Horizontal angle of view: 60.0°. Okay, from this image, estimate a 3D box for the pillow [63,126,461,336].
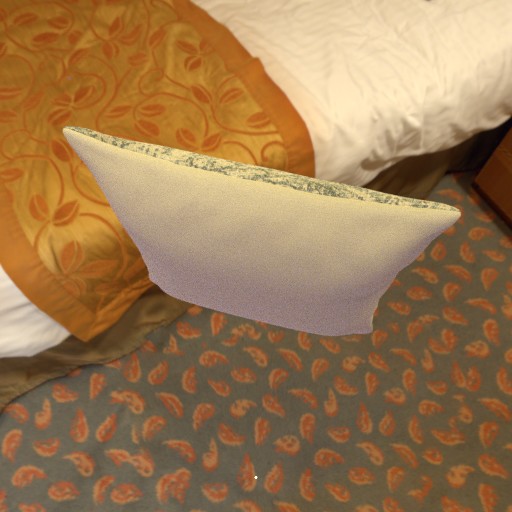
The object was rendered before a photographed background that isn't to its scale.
[{"bbox_3d":[0.000,0.000,0.782,0.523,0.510,0.166,13,64,6],"label":"pillow"}]
